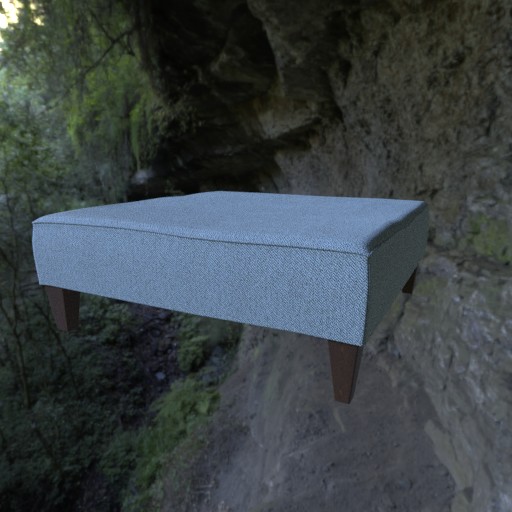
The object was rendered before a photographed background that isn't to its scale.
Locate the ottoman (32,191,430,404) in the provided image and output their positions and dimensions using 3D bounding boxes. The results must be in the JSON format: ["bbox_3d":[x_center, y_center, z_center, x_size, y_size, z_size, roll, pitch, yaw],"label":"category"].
[{"bbox_3d":[0.000,0.000,1.522,1.004,0.379,0.968,7,15,27],"label":"ottoman"}]
